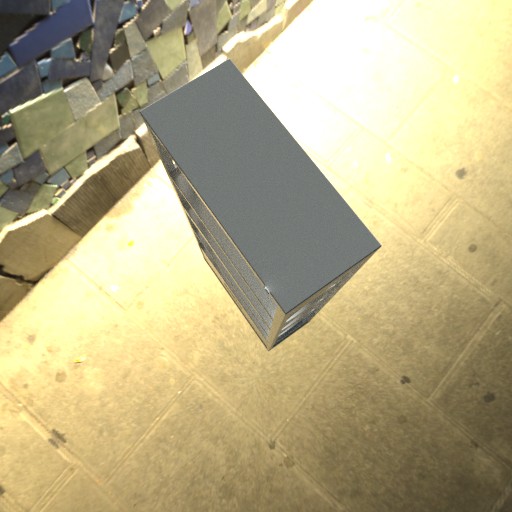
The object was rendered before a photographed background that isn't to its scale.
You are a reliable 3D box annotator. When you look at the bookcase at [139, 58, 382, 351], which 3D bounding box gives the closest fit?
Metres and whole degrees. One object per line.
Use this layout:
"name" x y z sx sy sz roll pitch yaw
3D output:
"bookcase" 0.000 0.000 2.158 0.361 1.869 0.761 -34 77 -9
